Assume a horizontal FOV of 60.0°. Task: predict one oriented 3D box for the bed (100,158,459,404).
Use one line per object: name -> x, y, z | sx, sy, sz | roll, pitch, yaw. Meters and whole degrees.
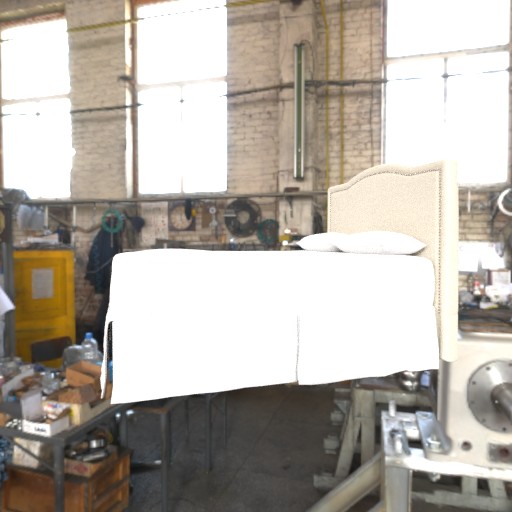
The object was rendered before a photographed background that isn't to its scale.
bed -> 0.000, 0.000, 3.333 | 2.196, 1.449, 1.741 | -1, 2, -17
